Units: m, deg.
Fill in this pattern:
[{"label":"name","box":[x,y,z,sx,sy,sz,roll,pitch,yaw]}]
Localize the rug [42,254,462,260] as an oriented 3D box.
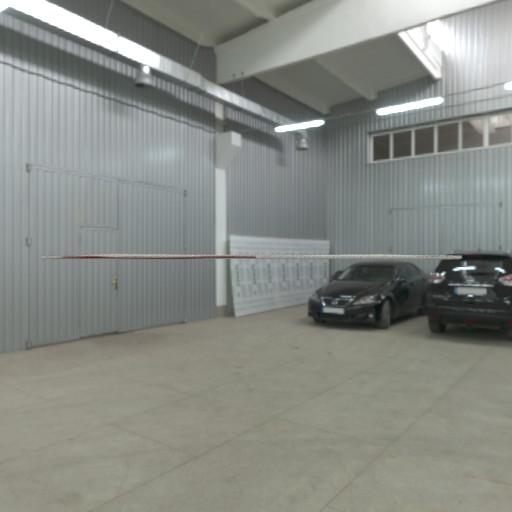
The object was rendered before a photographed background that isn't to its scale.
[{"label":"rug","box":[0.000,0.000,4.141,2.434,0.045,3.202,0,0,2]}]
